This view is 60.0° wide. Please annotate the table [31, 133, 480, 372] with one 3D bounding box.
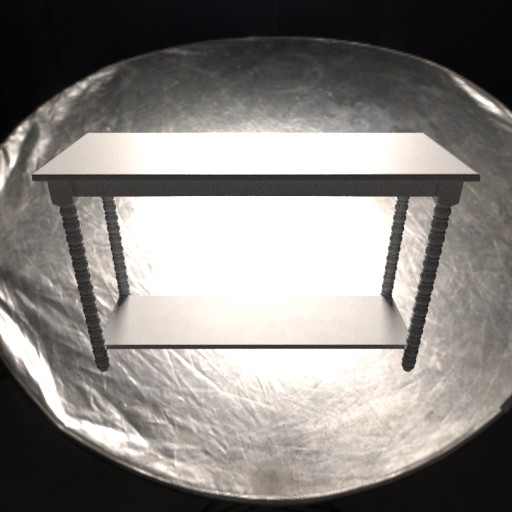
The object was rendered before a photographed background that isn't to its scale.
[{"bbox_3d":[0.000,0.000,1.536,1.184,0.740,0.459,0,29,0],"label":"table"}]
